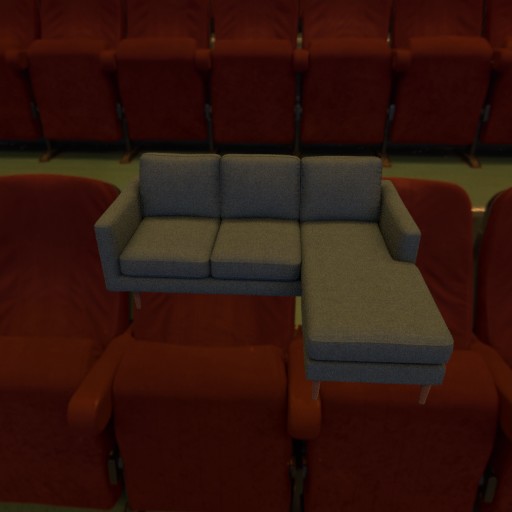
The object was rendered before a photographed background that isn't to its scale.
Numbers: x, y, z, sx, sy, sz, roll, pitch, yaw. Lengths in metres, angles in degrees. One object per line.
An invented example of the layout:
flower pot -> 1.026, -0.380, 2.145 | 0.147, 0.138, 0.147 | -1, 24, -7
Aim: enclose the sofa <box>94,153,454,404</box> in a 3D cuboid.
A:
sofa -> 0.000, 0.000, 2.913 | 2.055, 0.957, 1.667 | 2, 30, 3
